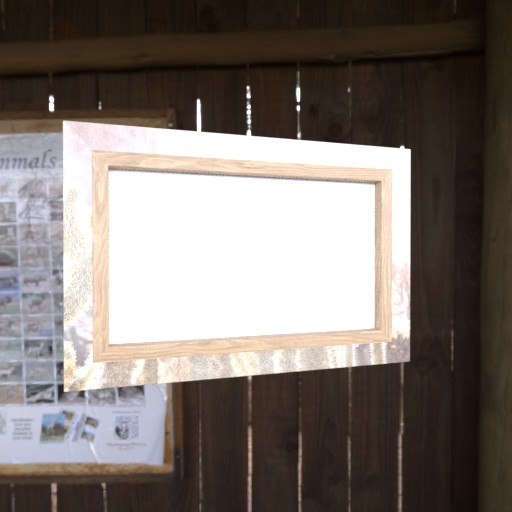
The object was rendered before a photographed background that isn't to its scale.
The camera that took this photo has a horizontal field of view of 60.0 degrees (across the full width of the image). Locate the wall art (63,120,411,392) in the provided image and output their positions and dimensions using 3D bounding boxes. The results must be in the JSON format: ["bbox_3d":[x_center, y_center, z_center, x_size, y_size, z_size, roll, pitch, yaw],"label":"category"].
[{"bbox_3d":[0.000,0.000,1.148,0.916,0.608,0.040,0,1,-18],"label":"wall art"}]
